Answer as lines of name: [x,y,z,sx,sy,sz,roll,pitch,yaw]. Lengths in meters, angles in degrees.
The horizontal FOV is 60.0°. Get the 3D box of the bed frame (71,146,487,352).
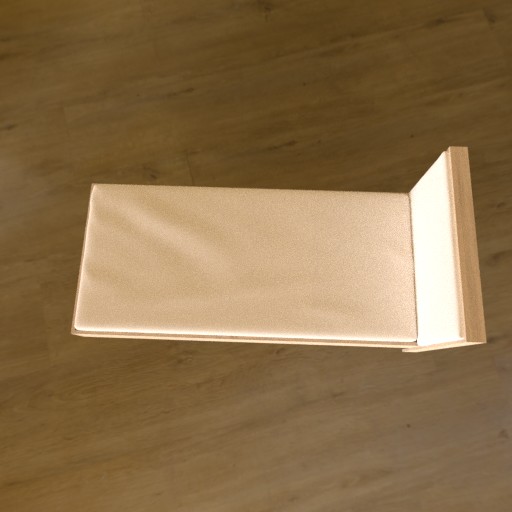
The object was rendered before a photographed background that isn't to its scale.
bed frame: [0.000,0.000,2.604,2.140,0.920,0.990,2,75,1]
